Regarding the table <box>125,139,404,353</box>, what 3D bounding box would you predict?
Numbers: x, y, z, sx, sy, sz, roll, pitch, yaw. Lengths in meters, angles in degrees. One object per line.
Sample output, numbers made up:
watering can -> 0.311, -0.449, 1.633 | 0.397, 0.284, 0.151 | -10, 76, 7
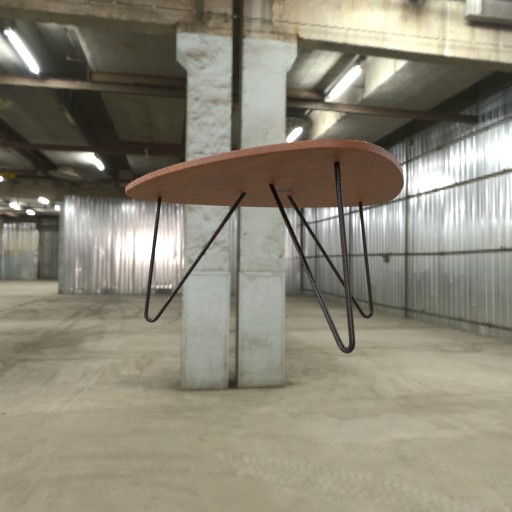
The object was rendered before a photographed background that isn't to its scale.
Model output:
table -> 0.000, 0.000, 1.291 | 0.821, 0.413, 0.833 | 0, -2, 18
